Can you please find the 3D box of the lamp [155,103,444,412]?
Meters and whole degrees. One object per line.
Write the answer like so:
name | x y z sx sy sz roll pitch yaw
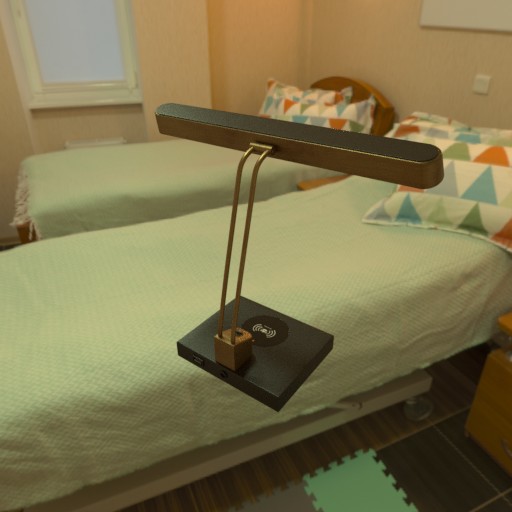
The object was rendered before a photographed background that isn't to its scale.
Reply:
lamp | 0.000 0.000 0.600 0.412 0.345 0.156 20 35 31
